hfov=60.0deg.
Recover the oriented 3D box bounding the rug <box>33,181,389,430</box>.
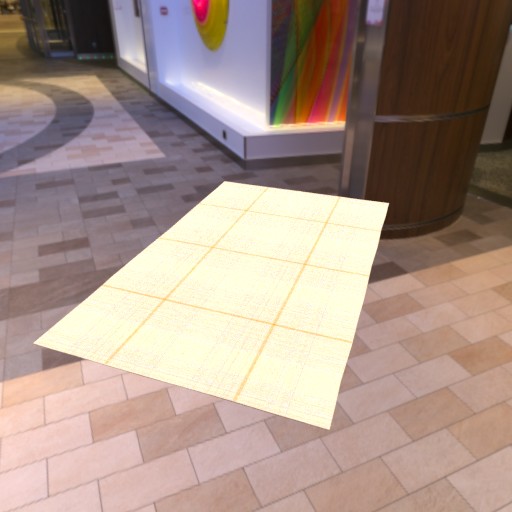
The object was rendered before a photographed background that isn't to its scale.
[{"bbox_3d":[0.000,0.000,3.019,1.527,0.016,2.442,10,32,17],"label":"rug"}]
